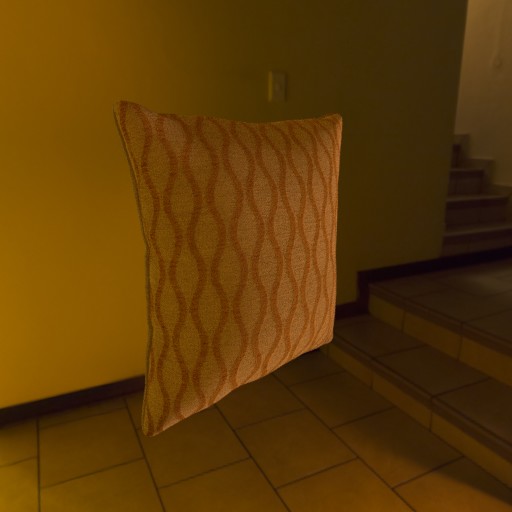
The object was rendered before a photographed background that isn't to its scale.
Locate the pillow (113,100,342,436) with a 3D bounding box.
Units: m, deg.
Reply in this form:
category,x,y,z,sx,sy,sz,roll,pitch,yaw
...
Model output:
category,x,y,z,sx,sy,sz,roll,pitch,yaw
pillow,0.000,0.000,0.682,0.159,0.436,0.429,14,20,42
